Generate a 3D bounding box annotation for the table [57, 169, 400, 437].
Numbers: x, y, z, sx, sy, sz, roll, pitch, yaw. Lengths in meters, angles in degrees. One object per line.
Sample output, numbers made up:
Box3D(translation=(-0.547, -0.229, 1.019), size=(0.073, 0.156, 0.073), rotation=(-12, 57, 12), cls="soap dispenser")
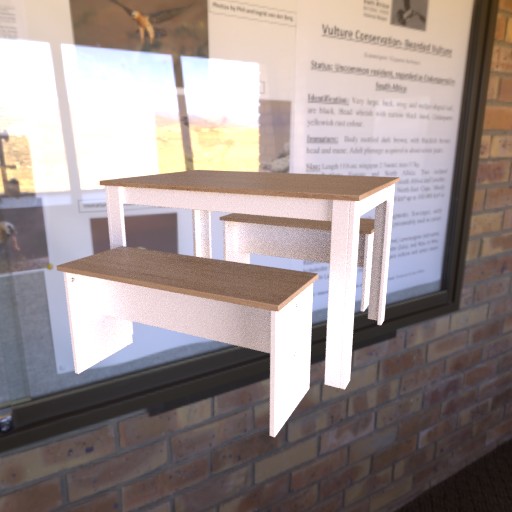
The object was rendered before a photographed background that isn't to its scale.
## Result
Box3D(translation=(0.000, 0.000, 2.032), size=(1.100, 0.700, 1.443), rotation=(7, 17, 26), cls="table")
